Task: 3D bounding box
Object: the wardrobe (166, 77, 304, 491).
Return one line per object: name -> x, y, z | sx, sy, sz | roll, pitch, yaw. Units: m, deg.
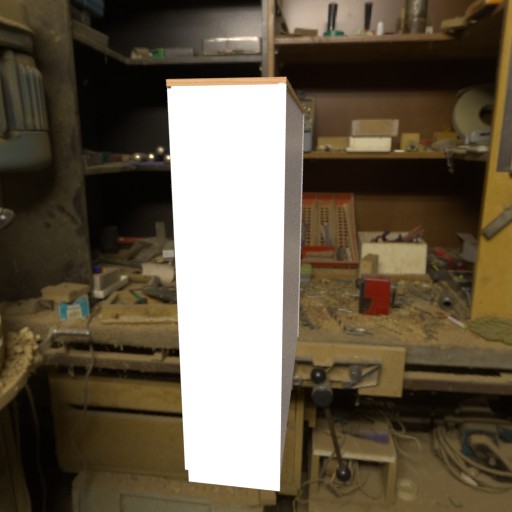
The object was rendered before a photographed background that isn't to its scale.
wardrobe -> 0.000, 0.000, 3.379 | 0.590, 2.260, 2.160 | 2, 15, 8
